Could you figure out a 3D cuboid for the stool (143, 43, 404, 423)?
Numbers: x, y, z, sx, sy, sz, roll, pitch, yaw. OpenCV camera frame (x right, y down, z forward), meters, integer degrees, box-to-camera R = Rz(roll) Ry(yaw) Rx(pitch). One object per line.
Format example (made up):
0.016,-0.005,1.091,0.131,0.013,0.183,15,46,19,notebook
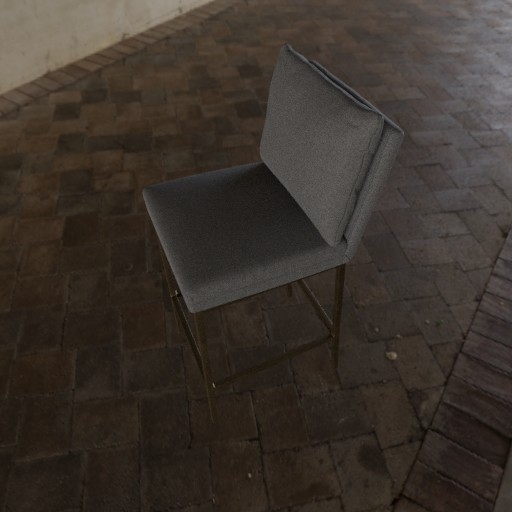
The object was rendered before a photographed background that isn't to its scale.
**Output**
0.000,0.000,1.428,0.569,1.130,0.463,-18,49,-16,stool
